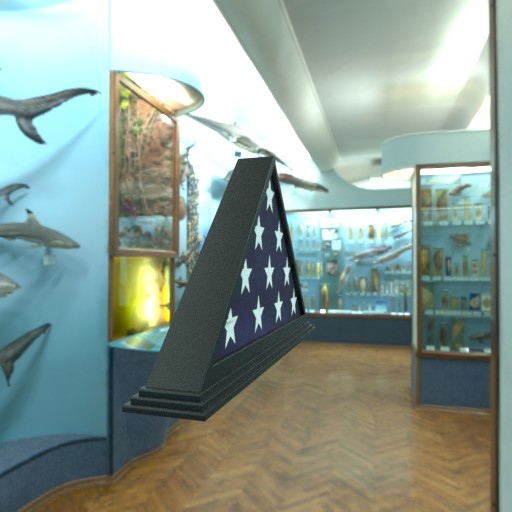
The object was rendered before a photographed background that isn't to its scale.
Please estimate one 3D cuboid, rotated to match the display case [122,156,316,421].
[{"bbox_3d":[0.000,0.000,0.761,0.095,0.340,0.640,0,-1,17],"label":"display case"}]
